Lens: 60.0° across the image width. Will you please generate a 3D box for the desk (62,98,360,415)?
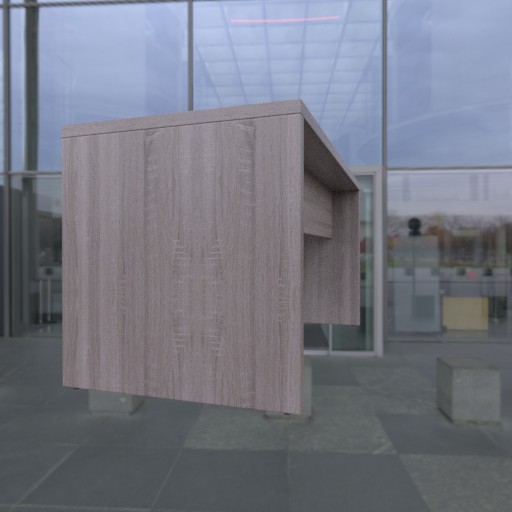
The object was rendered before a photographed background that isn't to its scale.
[{"bbox_3d":[0.000,0.000,1.797,0.690,0.745,1.380,0,0,19],"label":"desk"}]
